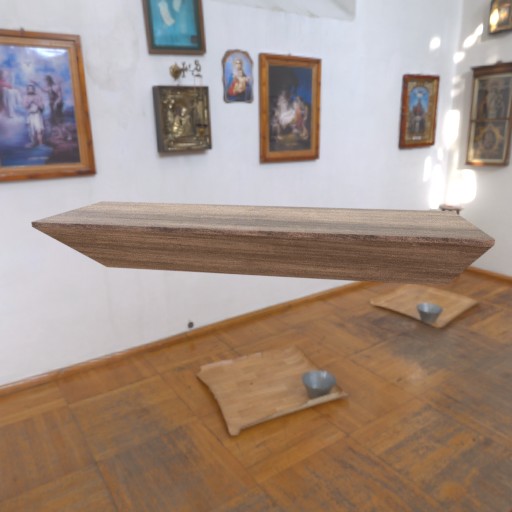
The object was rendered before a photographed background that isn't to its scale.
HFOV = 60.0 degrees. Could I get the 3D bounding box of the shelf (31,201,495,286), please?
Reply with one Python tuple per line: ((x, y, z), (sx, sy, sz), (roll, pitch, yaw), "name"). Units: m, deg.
((0.000, 0.000, 0.686), (0.610, 0.125, 0.200), (3, 16, 10), "shelf")
